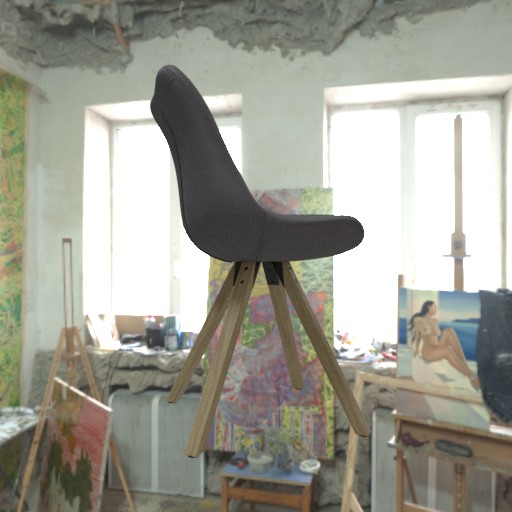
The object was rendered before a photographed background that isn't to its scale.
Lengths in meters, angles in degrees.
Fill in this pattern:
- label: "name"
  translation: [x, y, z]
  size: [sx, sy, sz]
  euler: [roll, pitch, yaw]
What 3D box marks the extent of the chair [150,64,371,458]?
- label: "chair"
  translation: [0.000, 0.000, 1.199]
  size: [0.547, 0.865, 0.483]
  euler: [0, 0, -17]
